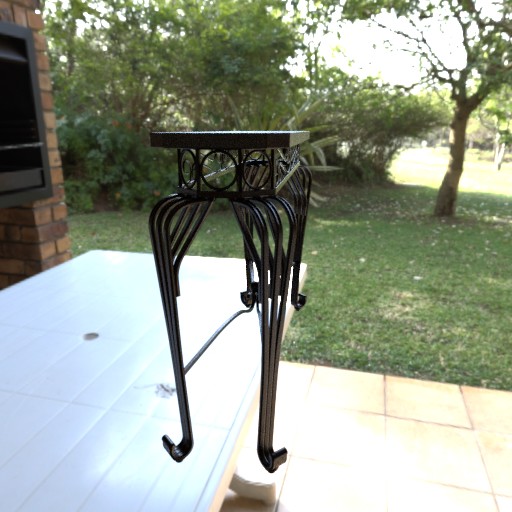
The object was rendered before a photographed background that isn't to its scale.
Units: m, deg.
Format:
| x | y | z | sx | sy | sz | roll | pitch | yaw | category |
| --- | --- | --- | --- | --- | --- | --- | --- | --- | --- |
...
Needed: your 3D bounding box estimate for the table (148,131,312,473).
| x | y | z | sx | sy | sz | roll | pitch | yaw | category |
| --- | --- | --- | --- | --- | --- | --- | --- | --- | --- |
| 0.000 | 0.000 | 1.482 | 0.329 | 0.800 | 1.112 | 2 | 16 | 9 | table |
